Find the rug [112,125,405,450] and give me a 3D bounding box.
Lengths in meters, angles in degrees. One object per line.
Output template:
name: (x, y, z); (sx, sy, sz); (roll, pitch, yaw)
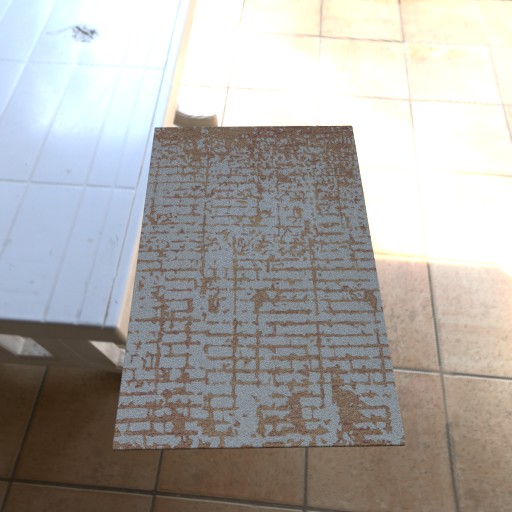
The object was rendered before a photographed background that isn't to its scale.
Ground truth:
rug: (0.000, 0.000, 2.286); (1.219, 0.011, 1.829); (-1, 61, 0)
